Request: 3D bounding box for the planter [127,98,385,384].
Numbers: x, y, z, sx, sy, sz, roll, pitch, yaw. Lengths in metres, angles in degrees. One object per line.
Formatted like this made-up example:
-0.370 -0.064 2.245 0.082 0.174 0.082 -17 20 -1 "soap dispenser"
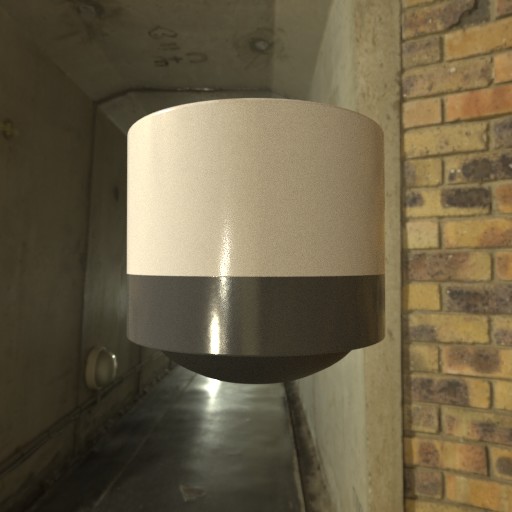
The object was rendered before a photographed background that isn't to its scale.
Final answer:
0.000 0.000 0.345 0.193 0.177 0.193 0 -1 0 "planter"
